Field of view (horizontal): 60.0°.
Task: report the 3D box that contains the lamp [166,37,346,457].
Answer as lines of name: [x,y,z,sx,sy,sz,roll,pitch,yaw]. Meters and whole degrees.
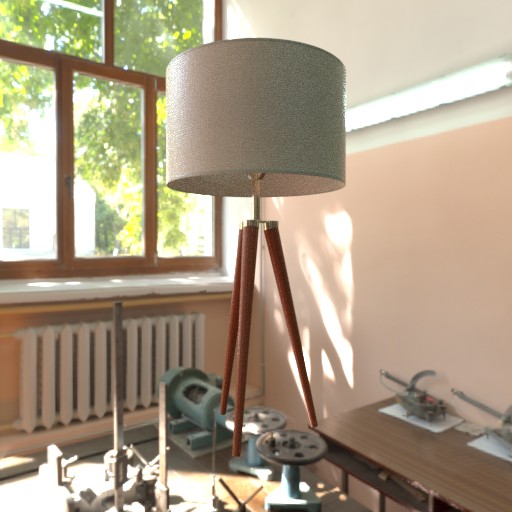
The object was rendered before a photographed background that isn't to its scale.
lamp: [0.000,0.000,0.896,0.354,0.709,0.355,0,1,0]
